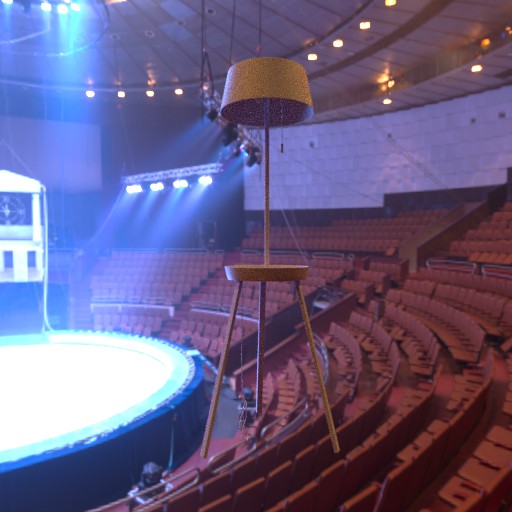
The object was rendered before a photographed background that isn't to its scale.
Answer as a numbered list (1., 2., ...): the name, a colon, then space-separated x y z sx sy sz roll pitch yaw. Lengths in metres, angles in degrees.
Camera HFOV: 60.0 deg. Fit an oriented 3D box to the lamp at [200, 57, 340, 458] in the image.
1. lamp: 0.000 0.000 1.695 0.468 1.429 0.508 0 1 -36
